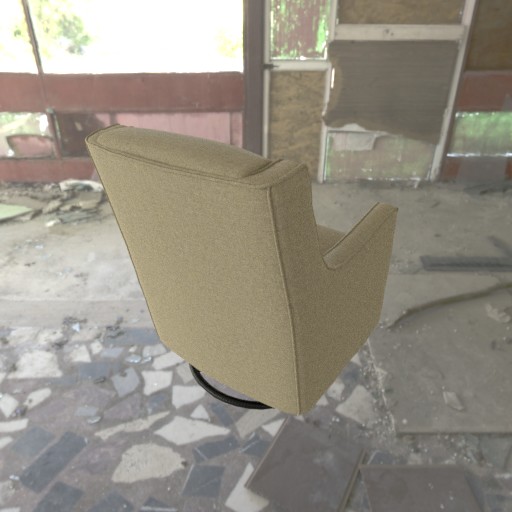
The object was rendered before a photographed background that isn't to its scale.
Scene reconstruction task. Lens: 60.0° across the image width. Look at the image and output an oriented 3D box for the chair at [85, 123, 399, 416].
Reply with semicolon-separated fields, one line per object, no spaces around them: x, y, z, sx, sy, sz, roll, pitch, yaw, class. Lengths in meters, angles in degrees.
0.000;0.000;1.611;0.732;0.993;0.879;20;35;31;chair
